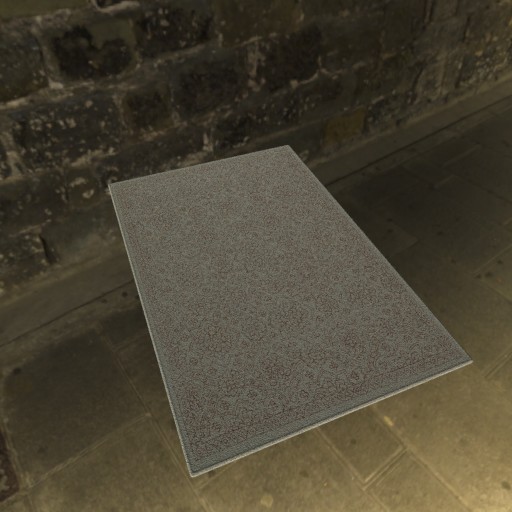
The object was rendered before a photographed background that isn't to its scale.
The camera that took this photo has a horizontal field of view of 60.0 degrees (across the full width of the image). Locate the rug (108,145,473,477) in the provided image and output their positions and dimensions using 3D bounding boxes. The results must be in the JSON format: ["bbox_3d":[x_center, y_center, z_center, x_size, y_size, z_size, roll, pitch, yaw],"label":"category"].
[{"bbox_3d":[0.000,0.000,2.281,1.219,0.010,1.829,-16,47,-15],"label":"rug"}]
